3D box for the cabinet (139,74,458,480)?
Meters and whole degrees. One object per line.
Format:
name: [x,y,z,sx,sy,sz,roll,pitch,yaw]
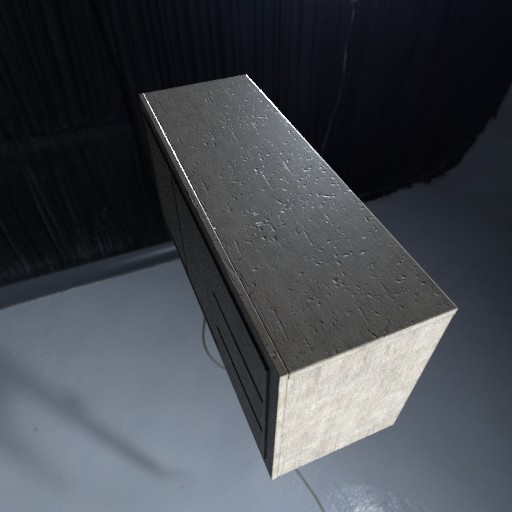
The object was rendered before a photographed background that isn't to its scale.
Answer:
cabinet: [0.000,0.000,1.830,0.511,0.825,1.460,-17,49,-15]
